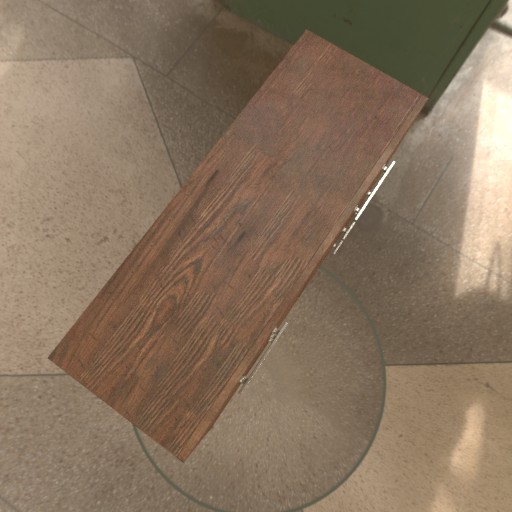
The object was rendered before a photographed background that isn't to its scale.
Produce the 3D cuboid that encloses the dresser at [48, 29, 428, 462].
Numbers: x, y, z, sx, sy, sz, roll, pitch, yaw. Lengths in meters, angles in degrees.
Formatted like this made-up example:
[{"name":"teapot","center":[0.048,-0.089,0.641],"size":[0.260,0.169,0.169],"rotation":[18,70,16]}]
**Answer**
[{"name":"dresser","center":[0.000,0.000,2.169],"size":[0.623,1.061,1.646],"rotation":[34,78,8]}]
